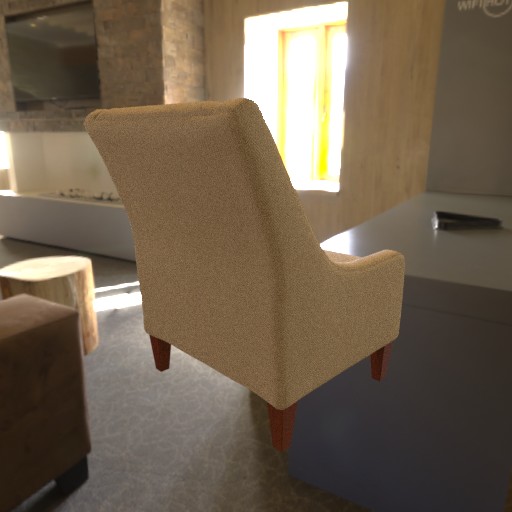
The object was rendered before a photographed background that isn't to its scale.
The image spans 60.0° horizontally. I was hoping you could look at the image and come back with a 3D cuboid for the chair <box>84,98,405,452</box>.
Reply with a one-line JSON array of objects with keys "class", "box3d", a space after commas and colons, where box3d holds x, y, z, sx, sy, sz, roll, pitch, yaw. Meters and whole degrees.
[{"class": "chair", "box3d": [0.000, 0.000, 1.615, 0.870, 1.014, 0.774, -15, 21, -43]}]
